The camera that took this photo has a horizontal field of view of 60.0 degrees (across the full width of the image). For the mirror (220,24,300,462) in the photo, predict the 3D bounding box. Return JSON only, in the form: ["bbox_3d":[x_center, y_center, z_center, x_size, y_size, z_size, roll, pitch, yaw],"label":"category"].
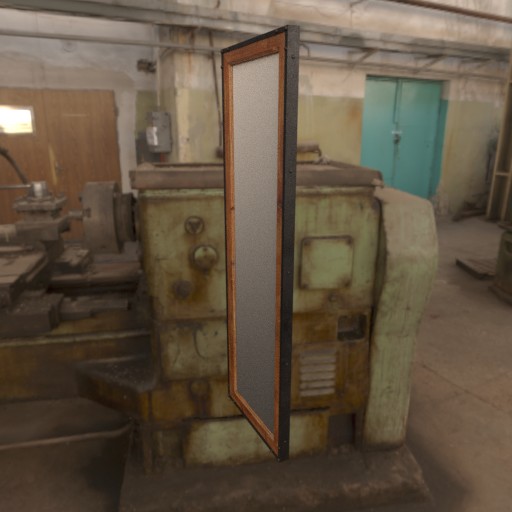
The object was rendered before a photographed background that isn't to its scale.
[{"bbox_3d":[0.000,0.000,1.207,0.042,1.080,0.354,-8,18,-26],"label":"mirror"}]
